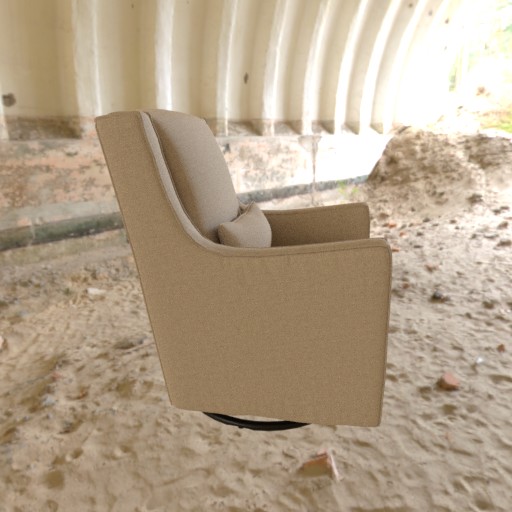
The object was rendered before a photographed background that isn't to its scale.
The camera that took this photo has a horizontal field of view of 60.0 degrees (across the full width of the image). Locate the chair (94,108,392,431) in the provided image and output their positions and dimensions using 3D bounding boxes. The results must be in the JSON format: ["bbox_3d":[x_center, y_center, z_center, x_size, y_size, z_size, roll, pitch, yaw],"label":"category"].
[{"bbox_3d":[0.000,0.000,1.572,0.879,0.993,0.732,2,16,8],"label":"chair"}]
